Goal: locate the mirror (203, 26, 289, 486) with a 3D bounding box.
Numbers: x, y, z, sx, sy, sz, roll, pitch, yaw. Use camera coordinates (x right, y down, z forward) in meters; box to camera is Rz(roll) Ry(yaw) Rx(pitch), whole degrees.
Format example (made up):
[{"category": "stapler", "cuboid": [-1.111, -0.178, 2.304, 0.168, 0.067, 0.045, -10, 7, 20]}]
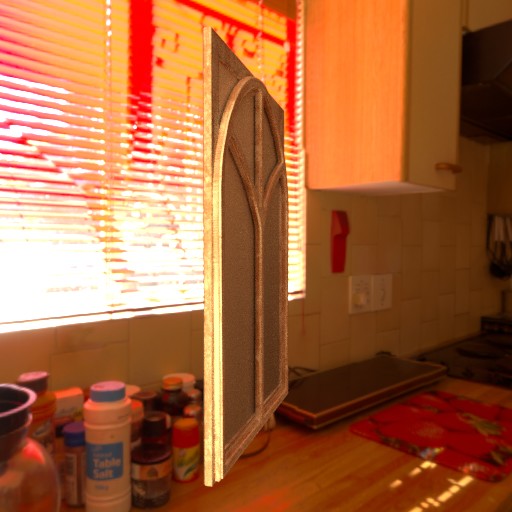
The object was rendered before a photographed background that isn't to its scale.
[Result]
[{"category": "mirror", "cuboid": [0.000, 0.000, 0.991, 0.058, 0.787, 0.495, 0, 1, 18]}]
